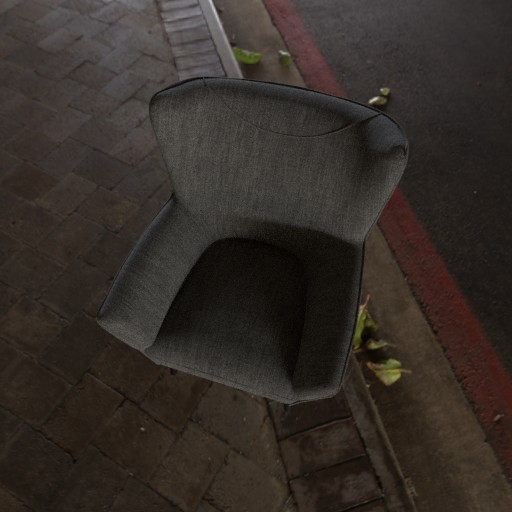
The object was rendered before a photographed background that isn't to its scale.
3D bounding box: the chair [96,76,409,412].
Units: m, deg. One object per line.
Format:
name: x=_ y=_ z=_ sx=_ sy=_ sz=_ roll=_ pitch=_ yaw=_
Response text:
chair: x=0.000 y=0.000 z=1.583 sx=0.781 sy=0.933 sz=0.888 roll=15 pitch=59 yaw=9
